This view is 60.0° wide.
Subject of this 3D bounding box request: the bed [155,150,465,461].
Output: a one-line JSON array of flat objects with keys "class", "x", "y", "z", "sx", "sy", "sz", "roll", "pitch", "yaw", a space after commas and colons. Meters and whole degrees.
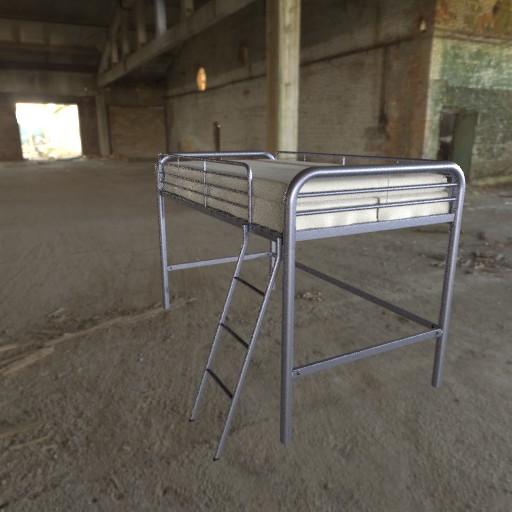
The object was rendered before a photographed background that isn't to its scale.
[{"class": "bed", "x": 0.000, "y": 0.000, "z": 2.926, "sx": 1.415, "sy": 1.288, "sz": 1.965, "roll": -8, "pitch": 17, "yaw": -27}]
